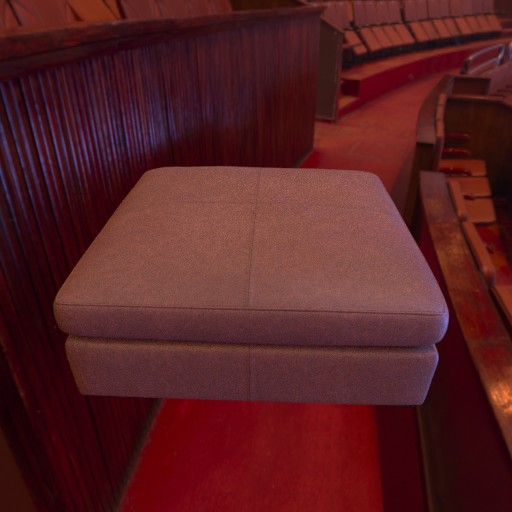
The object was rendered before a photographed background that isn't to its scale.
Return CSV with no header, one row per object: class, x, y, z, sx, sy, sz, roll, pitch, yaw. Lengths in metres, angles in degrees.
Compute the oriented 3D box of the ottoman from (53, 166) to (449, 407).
ottoman,0.000,0.000,1.808,1.168,0.490,1.168,1,31,2
